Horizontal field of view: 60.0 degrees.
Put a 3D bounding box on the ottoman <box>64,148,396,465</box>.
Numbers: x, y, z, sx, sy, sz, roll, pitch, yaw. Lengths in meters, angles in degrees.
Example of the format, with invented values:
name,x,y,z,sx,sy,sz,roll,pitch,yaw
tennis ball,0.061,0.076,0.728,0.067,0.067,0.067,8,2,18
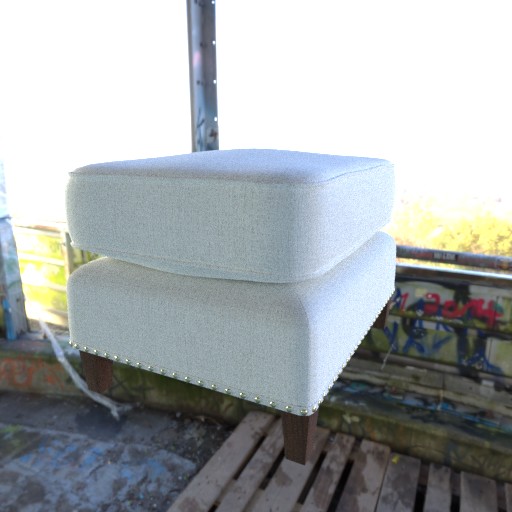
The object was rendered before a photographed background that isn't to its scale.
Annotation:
name,x,y,z,sx,sy,sz,roll,pitch,yaw
ottoman,0.000,0.000,1.132,0.589,0.537,0.738,8,16,26
